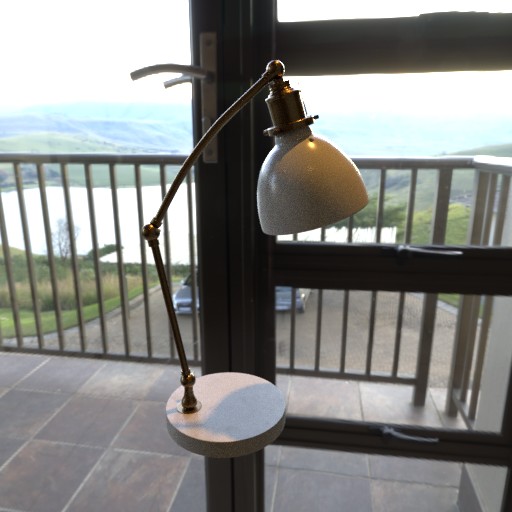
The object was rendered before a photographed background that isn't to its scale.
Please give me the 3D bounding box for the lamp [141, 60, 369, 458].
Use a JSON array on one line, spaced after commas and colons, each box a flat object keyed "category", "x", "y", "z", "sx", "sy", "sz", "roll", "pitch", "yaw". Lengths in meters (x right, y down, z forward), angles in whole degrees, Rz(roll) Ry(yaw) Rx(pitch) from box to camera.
[{"category": "lamp", "x": 0.000, "y": 0.000, "z": 0.639, "sx": 0.317, "sy": 0.522, "sz": 0.186, "roll": -2, "pitch": 15, "yaw": -9}]
